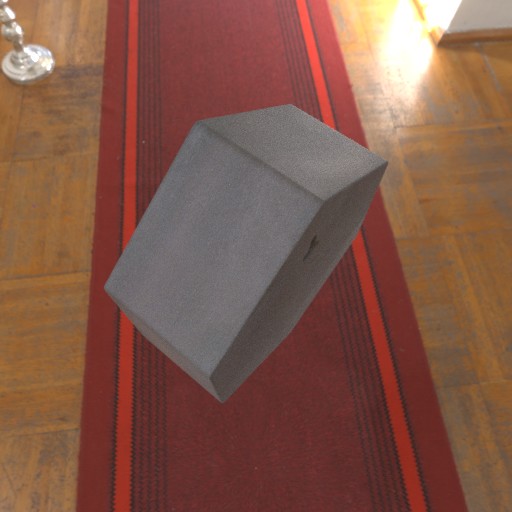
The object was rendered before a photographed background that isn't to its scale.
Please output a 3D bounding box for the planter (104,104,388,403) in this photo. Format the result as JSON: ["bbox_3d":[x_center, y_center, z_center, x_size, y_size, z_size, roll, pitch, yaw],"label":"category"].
[{"bbox_3d":[0.000,0.000,0.300,0.077,0.206,0.169,36,70,16],"label":"planter"}]
